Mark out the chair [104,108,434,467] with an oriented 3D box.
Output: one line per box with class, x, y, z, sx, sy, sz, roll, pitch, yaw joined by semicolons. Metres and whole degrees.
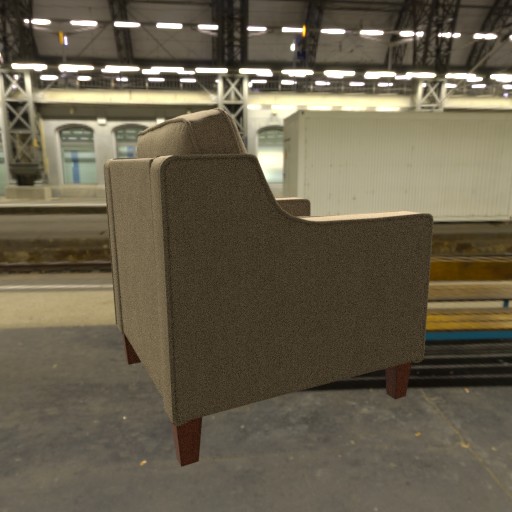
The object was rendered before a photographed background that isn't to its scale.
chair;0.000;0.000;1.627;0.909;0.960;0.831;-6;13;-26
